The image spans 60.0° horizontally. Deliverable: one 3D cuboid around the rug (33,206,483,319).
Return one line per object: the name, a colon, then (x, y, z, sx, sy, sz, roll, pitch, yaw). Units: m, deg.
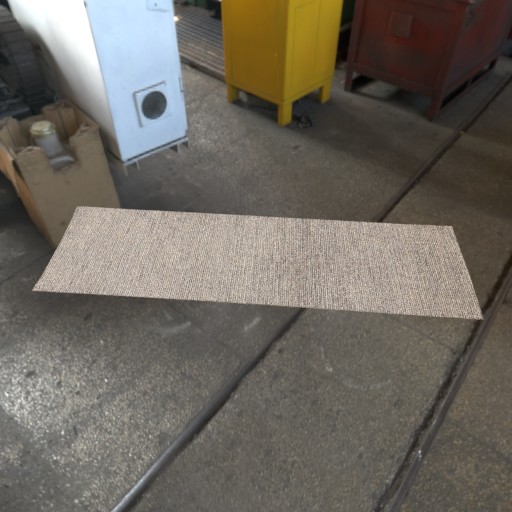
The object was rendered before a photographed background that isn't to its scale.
rug: (0.000, 0.000, 2.508, 2.335, 0.013, 0.697, 3, 46, 3)
